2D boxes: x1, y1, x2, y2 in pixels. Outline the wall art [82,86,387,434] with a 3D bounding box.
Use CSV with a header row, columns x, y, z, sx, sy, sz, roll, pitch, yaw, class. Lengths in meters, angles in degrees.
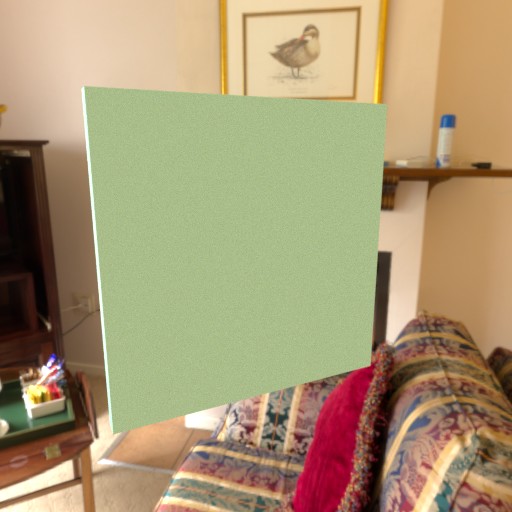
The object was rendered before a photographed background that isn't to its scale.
x,y,z,sx,sy,sz,roll,pitch,yaw,class
0.000,0.000,0.890,0.603,0.603,0.036,-7,15,-26,wall art
